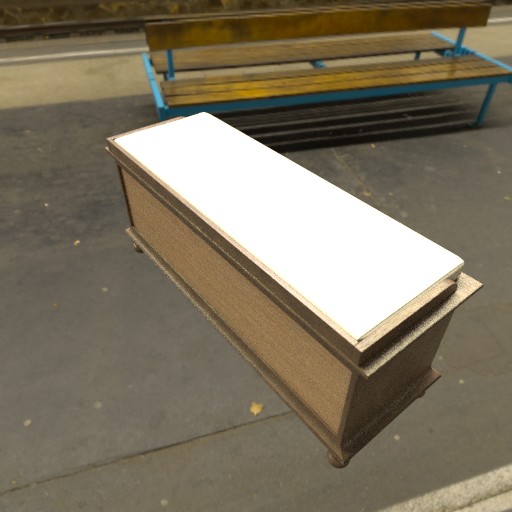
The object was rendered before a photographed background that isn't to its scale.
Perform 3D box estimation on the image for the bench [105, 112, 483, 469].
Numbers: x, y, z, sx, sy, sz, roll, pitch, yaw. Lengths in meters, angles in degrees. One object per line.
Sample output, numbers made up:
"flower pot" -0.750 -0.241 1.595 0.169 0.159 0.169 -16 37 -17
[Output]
"bench" 0.000 0.000 1.411 0.402 0.501 1.185 -27 48 -28
